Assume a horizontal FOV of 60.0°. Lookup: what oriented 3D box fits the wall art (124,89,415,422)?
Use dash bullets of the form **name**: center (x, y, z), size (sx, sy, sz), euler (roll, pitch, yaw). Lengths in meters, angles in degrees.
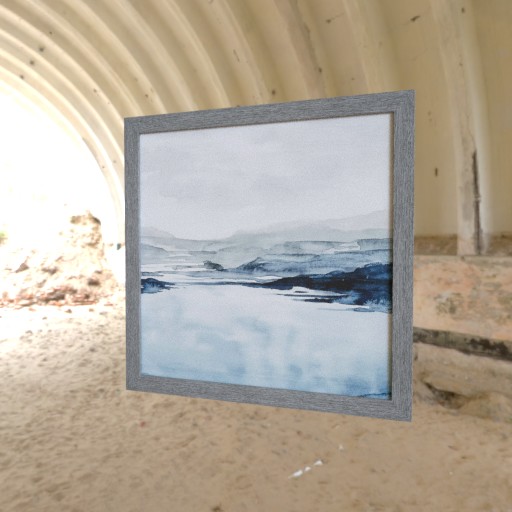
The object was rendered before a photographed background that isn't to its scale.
- **wall art**: center (0.000, 0.000, 1.023), size (0.685, 0.685, 0.020), euler (0, 2, 17)
